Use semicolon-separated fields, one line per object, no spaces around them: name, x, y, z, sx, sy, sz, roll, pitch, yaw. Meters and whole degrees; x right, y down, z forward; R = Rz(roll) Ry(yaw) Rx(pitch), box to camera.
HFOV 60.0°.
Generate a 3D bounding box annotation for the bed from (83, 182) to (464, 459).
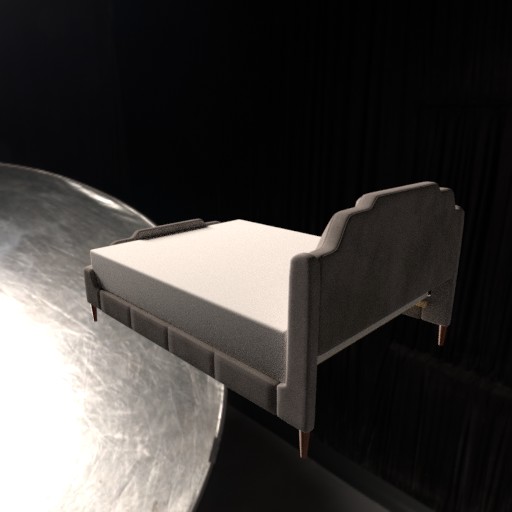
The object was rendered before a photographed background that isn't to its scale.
bed;0.000;0.000;3.318;2.340;1.245;1.676;16;23;42
